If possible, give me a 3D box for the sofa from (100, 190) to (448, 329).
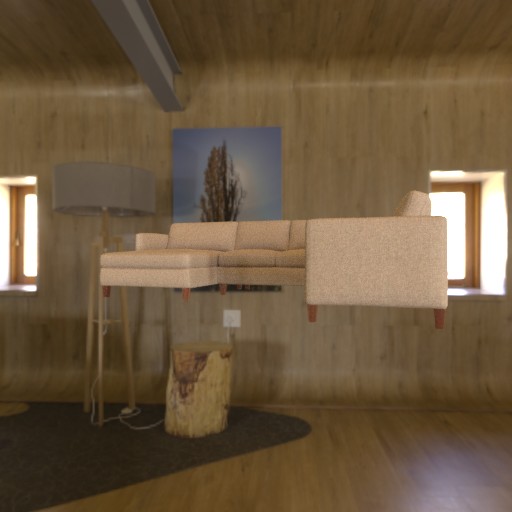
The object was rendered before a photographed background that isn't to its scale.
[{"bbox_3d":[0.000,0.000,4.464,3.403,0.889,2.551,0,0,19],"label":"sofa"}]
